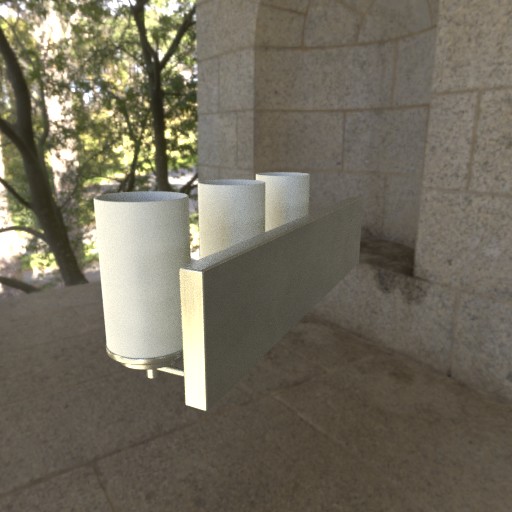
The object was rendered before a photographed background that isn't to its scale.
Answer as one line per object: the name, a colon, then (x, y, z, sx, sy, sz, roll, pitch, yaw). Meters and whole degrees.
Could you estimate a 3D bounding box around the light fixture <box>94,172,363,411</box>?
light fixture: (0.000, 0.000, 0.528, 0.145, 0.172, 0.451, 7, 16, 25)
